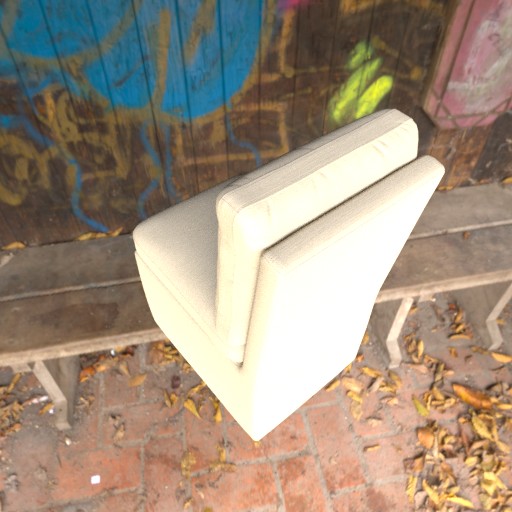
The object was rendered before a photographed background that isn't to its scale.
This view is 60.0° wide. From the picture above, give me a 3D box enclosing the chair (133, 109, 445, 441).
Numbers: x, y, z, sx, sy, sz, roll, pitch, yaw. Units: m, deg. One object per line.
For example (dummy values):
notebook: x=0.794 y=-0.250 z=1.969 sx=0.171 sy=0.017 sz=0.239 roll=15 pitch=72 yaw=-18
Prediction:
chair: x=0.000 y=0.000 z=1.291 sx=0.503 sy=0.927 sz=0.698 roll=-31 pitch=54 yaw=-26
